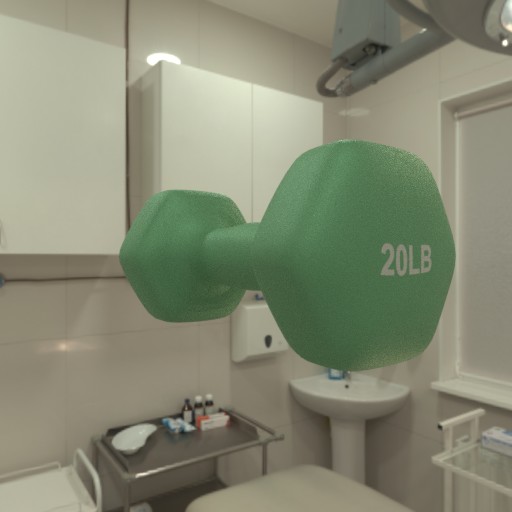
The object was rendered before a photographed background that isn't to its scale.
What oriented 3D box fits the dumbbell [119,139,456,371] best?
[{"bbox_3d":[0.000,0.000,0.321,0.129,0.117,0.260,0,0,-35],"label":"dumbbell"}]
